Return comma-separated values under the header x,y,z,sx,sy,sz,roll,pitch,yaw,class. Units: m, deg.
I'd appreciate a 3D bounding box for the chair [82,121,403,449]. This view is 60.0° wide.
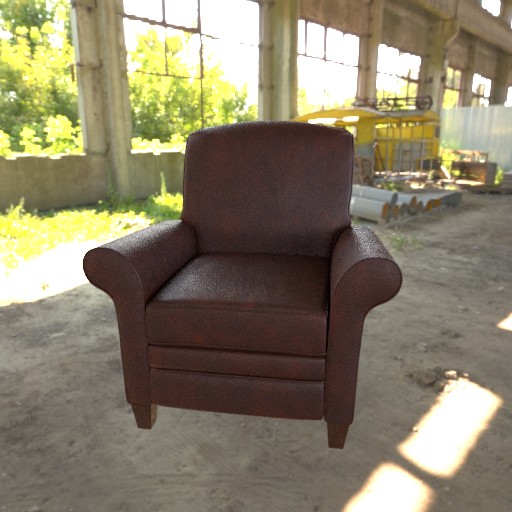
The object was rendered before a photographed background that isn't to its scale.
x,y,z,sx,sy,sz,roll,pitch,yaw,class
0.000,0.000,1.754,0.978,1.061,0.902,2,15,9,chair
